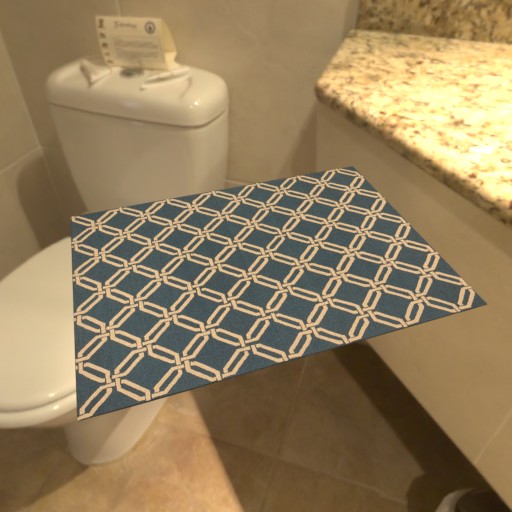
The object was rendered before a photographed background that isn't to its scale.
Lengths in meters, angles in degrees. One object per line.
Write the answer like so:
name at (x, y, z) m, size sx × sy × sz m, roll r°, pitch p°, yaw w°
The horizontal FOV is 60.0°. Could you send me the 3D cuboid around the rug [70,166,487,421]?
rug at (0.000, 0.000, 4.237) m, size 3.342 × 0.018 × 2.432 m, roll -12°, pitch 43°, yaw -14°
